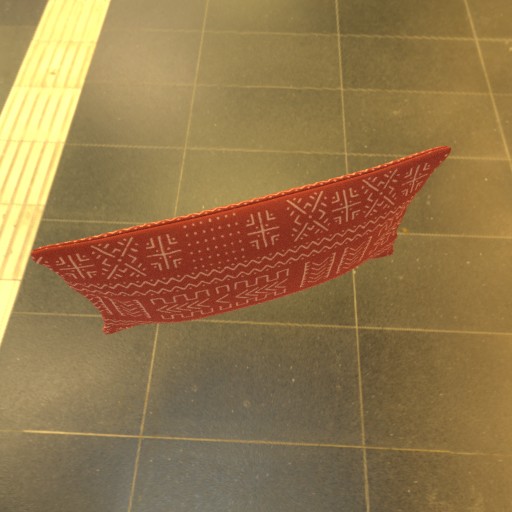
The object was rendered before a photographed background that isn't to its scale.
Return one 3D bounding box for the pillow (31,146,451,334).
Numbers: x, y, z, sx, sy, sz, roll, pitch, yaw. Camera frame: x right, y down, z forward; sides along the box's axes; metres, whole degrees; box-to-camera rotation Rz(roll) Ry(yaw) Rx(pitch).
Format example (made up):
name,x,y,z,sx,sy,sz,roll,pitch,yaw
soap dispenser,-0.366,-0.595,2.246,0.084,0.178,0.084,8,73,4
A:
name,x,y,z,sx,sy,sz,roll,pitch,yaw
pillow,0.000,0.000,0.785,0.640,0.352,0.130,-15,64,-8
